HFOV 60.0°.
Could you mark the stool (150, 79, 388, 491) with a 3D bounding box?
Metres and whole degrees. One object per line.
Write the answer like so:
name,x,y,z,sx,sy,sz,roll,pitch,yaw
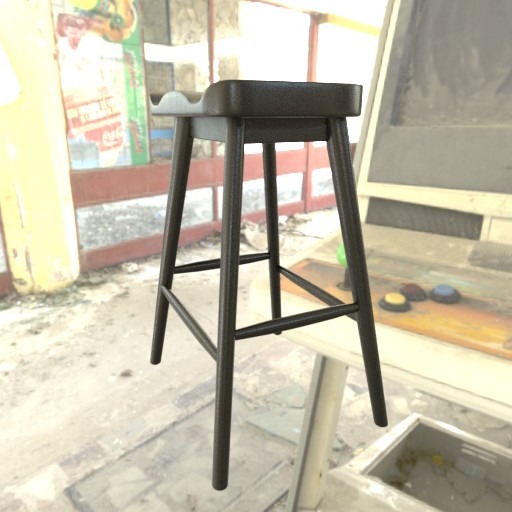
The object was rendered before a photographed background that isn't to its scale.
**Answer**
stool,0.000,0.000,0.869,0.361,0.615,0.440,-9,20,-25
